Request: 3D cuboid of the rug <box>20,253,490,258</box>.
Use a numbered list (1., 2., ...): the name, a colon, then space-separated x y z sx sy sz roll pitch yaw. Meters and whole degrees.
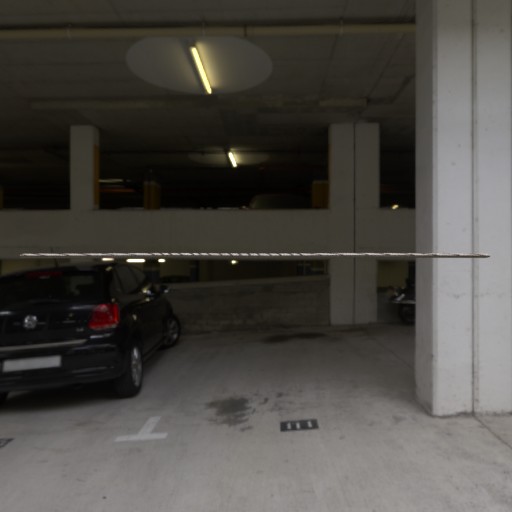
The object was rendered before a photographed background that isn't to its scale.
1. rug: 0.000 0.000 2.338 1.842 0.019 1.237 0 0 2
